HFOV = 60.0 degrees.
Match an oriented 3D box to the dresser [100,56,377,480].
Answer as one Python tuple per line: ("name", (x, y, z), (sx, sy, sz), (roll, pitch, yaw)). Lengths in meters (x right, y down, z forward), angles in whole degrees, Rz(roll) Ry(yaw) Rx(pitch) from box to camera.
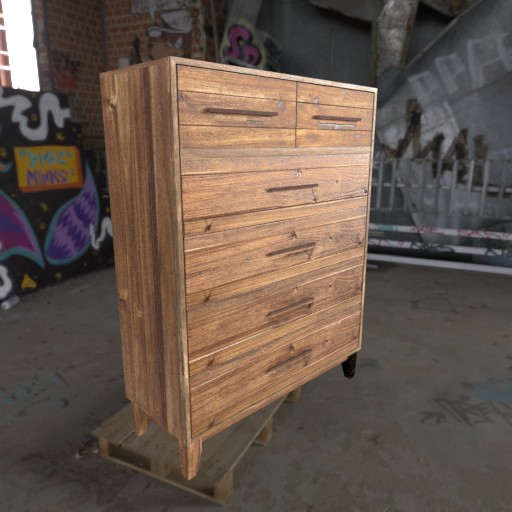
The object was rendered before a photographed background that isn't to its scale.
("dresser", (0.000, 0.000, 1.887), (1.062, 1.393, 0.442), (-13, 19, -42))
